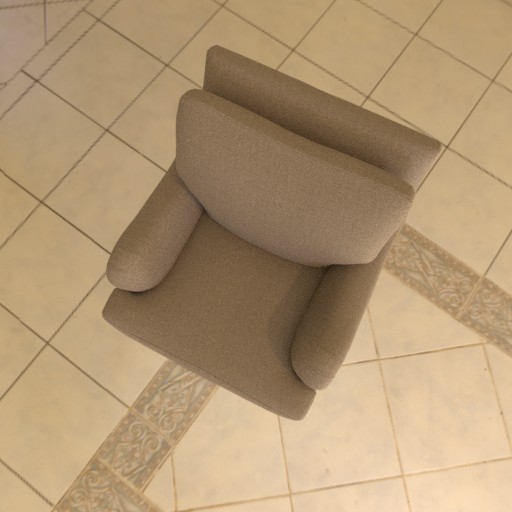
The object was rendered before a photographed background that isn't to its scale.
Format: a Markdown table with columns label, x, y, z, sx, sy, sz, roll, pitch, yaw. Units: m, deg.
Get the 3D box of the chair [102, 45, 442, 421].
| label | x | y | z | sx | sy | sz | roll | pitch | yaw |
| --- | --- | --- | --- | --- | --- | --- | --- | --- | --- |
| chair | 0.000 | 0.000 | 1.852 | 0.955 | 1.038 | 1.070 | 26 | 77 | 6 |
